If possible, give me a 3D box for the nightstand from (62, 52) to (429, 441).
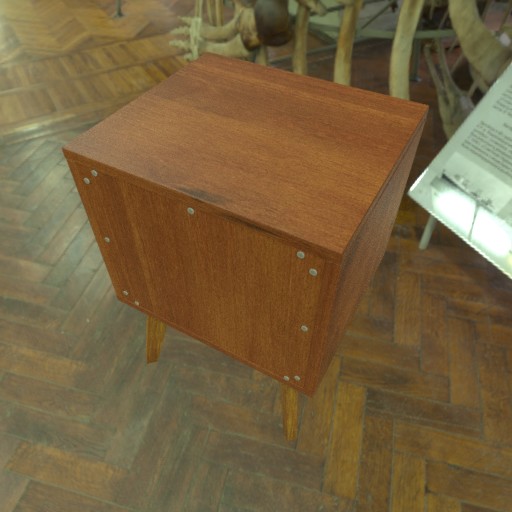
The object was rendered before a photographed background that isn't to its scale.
[{"bbox_3d":[0.000,0.000,0.945,0.460,0.618,0.411,22,51,19],"label":"nightstand"}]
